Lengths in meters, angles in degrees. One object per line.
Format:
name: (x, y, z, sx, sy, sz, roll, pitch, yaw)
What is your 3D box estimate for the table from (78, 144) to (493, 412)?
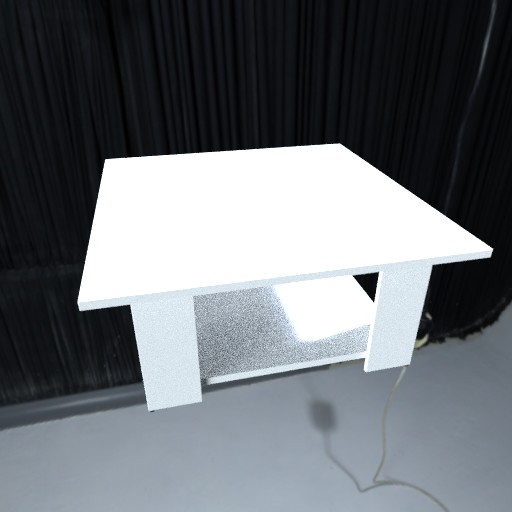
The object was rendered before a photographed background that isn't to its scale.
table: (0.000, 0.000, 1.047, 0.670, 0.305, 0.670, -7, 30, -11)
